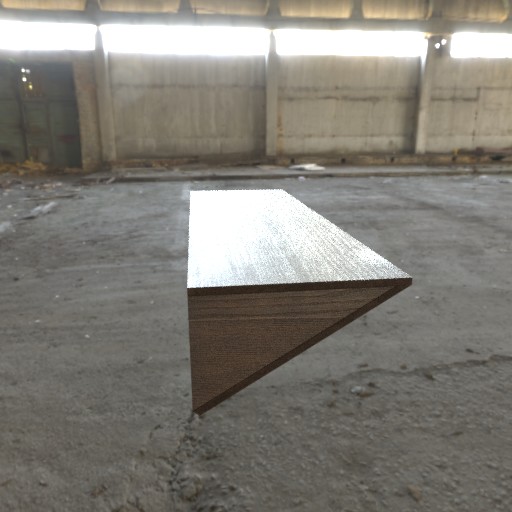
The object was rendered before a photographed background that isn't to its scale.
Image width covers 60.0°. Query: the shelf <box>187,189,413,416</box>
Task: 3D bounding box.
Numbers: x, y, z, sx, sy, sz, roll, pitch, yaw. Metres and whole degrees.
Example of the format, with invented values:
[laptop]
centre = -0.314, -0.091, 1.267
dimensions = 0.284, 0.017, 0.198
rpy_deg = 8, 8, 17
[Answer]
[shelf]
centre = 0.000, 0.000, 0.691
dimensions = 0.200, 0.125, 0.610
rpy_deg = -2, 16, -8
